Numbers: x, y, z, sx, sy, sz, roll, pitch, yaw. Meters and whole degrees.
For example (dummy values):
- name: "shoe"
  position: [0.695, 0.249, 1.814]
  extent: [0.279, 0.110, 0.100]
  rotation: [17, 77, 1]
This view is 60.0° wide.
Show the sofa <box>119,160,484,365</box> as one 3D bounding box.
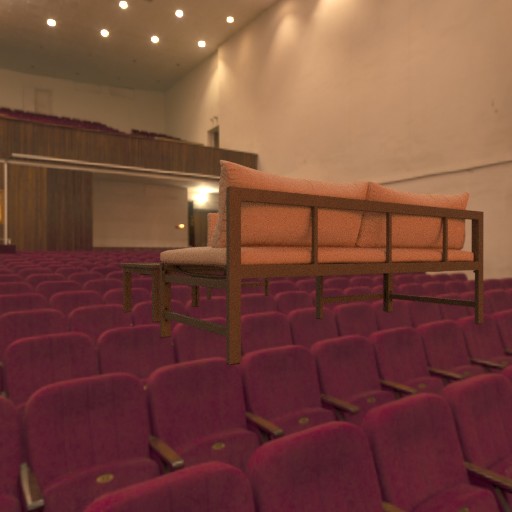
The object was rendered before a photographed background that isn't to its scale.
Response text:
- name: "sofa"
  position: [0.000, 0.000, 2.884]
  extent: [1.658, 0.758, 2.096]
  rotation: [0, 0, -34]
